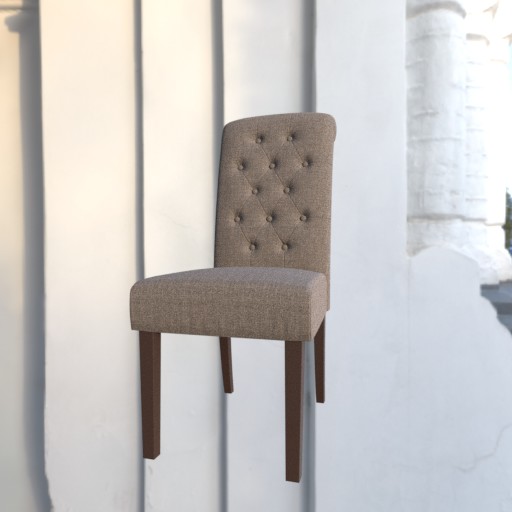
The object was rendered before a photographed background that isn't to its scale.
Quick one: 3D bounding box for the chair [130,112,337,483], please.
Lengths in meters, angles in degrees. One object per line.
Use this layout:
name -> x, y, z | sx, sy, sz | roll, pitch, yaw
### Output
chair -> 0.000, 0.000, 1.352 | 0.456, 1.006, 0.671 | 0, 2, 17
